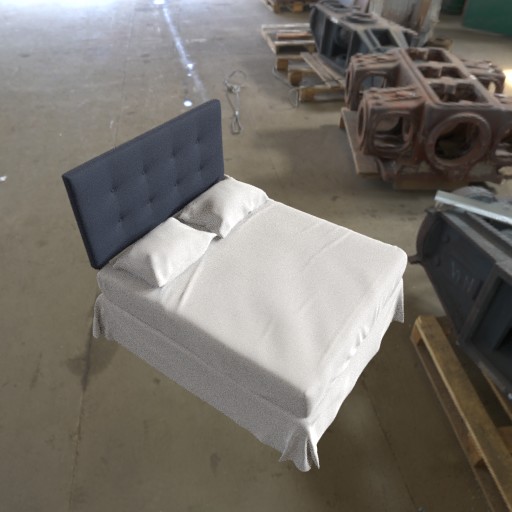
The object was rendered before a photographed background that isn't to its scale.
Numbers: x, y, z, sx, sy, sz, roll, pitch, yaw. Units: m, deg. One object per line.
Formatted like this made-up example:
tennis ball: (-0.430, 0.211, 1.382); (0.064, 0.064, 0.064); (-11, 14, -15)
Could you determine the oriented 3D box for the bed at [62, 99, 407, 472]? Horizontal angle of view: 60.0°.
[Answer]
bed: (0.000, 0.000, 3.520); (2.222, 1.577, 1.936); (25, 47, 26)
